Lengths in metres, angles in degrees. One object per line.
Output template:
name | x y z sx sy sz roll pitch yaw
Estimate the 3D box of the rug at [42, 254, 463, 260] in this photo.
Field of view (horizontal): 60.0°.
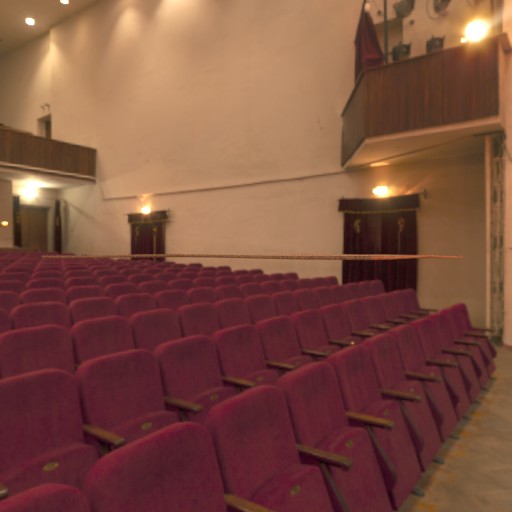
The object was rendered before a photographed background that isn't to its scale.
rug | 0.000 0.000 4.953 3.778 0.053 2.873 0 0 36
